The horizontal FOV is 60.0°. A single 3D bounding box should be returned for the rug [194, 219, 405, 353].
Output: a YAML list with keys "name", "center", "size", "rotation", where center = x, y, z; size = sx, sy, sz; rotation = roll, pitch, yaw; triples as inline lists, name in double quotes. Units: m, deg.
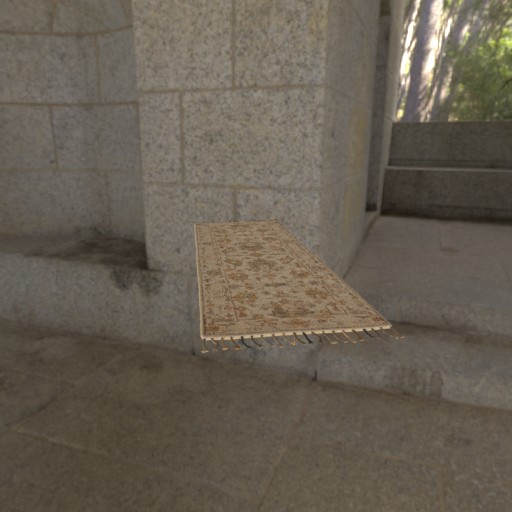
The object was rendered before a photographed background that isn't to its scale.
- name: "rug"
  center: [0.000, 0.000, 2.690]
  size: [0.729, 0.021, 2.438]
  rotation: [-2, 15, -8]
